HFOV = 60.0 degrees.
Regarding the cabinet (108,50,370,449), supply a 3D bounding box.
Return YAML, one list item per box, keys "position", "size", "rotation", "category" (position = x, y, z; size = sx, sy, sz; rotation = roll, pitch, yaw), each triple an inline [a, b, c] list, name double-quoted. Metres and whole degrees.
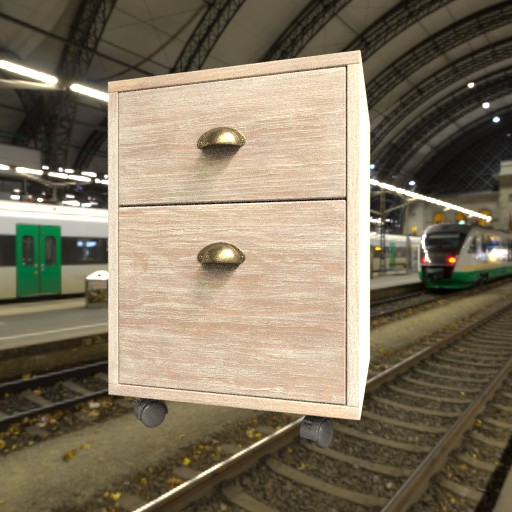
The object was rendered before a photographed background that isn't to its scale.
- position: [0.000, 0.000, 0.850]
  size: [0.409, 0.579, 0.401]
  rotation: [0, 0, 16]
  category: "cabinet"
